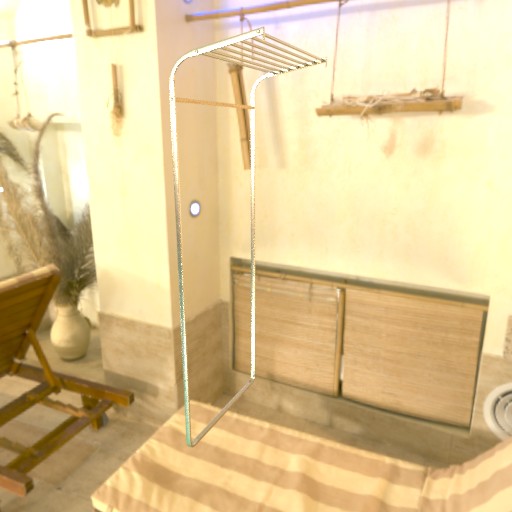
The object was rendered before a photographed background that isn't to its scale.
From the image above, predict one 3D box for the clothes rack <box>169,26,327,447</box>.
[{"bbox_3d":[0.000,0.000,1.829,0.349,1.574,0.609,8,17,25],"label":"clothes rack"}]
